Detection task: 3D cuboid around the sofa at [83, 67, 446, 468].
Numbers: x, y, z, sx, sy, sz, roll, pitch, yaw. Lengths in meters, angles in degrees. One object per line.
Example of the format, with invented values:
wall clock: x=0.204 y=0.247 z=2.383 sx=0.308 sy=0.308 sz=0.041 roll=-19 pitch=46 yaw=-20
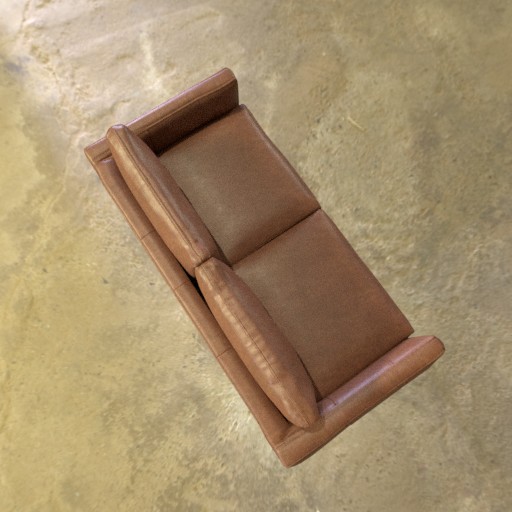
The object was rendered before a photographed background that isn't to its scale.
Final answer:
sofa: x=0.000 y=0.000 z=2.286 sx=0.899 sy=0.883 sz=1.797 roll=-34 pitch=78 yaw=-8
